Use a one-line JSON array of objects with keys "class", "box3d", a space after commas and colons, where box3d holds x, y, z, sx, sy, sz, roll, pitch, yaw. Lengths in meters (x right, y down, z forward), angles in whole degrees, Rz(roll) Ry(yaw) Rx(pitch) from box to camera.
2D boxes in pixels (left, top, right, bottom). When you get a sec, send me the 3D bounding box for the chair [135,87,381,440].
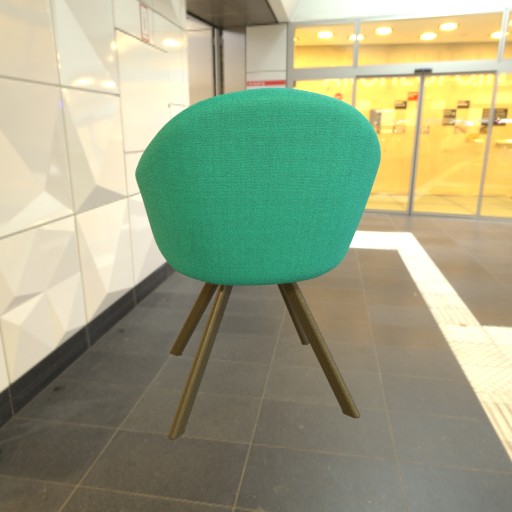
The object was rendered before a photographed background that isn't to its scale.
[{"class": "chair", "box3d": [0.000, 0.000, 1.171, 0.590, 0.795, 0.550, -3, 16, -10]}]
